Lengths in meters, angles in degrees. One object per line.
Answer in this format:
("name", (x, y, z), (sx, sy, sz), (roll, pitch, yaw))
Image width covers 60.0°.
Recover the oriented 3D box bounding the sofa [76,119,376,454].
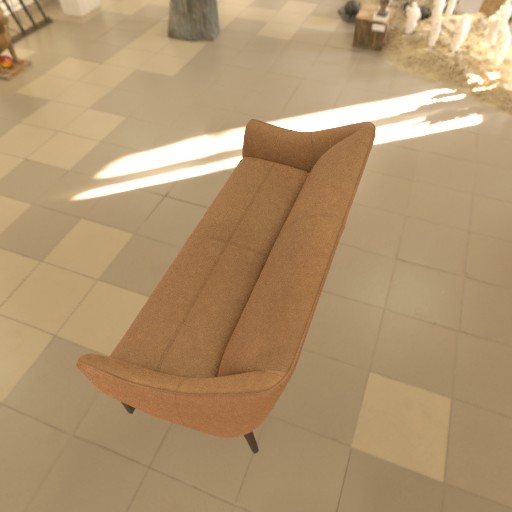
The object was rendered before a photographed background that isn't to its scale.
("sofa", (0.000, 0.000, 2.398), (0.869, 0.830, 1.928), (16, 50, 14))
